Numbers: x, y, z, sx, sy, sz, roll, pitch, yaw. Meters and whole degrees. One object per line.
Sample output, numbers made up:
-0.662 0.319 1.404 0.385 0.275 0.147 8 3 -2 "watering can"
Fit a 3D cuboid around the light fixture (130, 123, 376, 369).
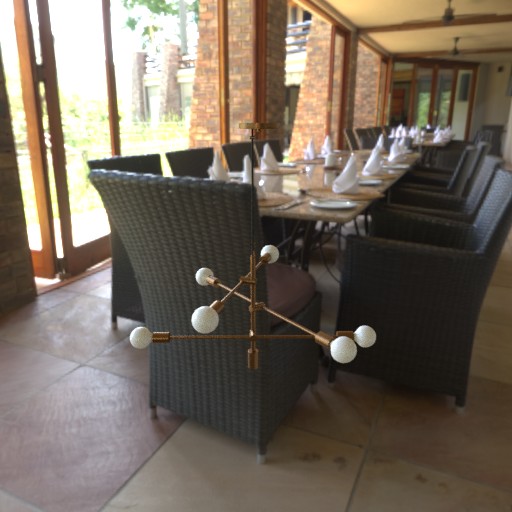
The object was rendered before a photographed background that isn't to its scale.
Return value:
0.000 0.000 1.294 0.682 0.744 0.637 9 19 27 "light fixture"
